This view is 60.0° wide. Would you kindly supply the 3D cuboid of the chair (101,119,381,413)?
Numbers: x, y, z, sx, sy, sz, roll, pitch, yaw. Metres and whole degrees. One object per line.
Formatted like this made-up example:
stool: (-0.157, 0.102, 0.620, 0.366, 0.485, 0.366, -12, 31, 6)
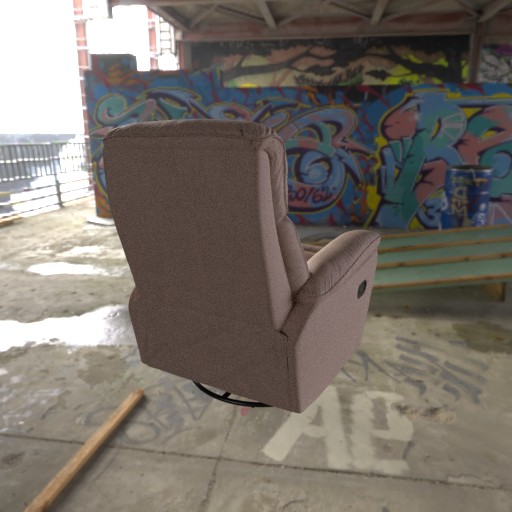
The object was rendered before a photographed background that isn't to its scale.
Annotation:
chair: (0.000, 0.000, 1.791, 0.820, 1.037, 1.004, 8, 18, 28)
